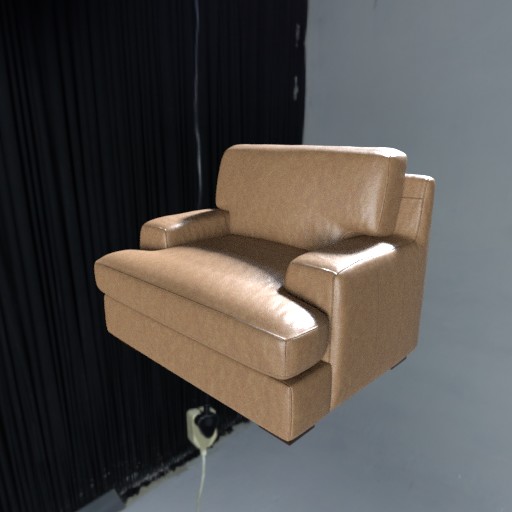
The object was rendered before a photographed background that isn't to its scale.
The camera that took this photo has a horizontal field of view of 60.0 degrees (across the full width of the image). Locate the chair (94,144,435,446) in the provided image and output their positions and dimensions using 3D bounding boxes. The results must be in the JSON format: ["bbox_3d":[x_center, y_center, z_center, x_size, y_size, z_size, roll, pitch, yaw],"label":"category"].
[{"bbox_3d":[0.000,0.000,2.038,1.276,0.978,1.050,15,21,42],"label":"chair"}]
